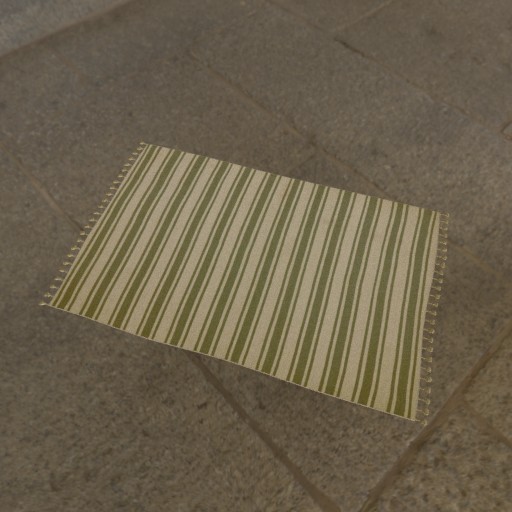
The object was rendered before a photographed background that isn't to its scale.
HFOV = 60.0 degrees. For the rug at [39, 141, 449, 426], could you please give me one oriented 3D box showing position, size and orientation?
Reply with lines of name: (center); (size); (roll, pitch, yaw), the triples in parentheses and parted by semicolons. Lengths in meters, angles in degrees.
rug: (0.000, 0.000, 2.288); (1.875, 0.013, 1.162); (15, 59, 9)
